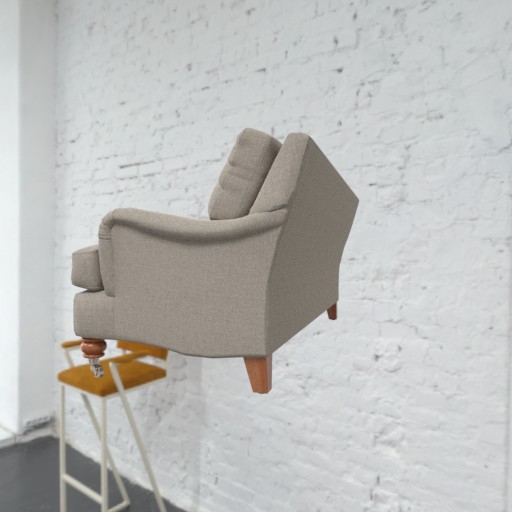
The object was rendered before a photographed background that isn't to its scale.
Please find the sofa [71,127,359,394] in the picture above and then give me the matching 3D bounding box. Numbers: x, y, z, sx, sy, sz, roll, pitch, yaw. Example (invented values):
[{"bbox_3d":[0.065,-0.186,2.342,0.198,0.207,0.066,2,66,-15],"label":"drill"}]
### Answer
[{"bbox_3d":[0.000,0.000,2.765,1.087,1.054,2.160,0,1,18],"label":"sofa"}]
